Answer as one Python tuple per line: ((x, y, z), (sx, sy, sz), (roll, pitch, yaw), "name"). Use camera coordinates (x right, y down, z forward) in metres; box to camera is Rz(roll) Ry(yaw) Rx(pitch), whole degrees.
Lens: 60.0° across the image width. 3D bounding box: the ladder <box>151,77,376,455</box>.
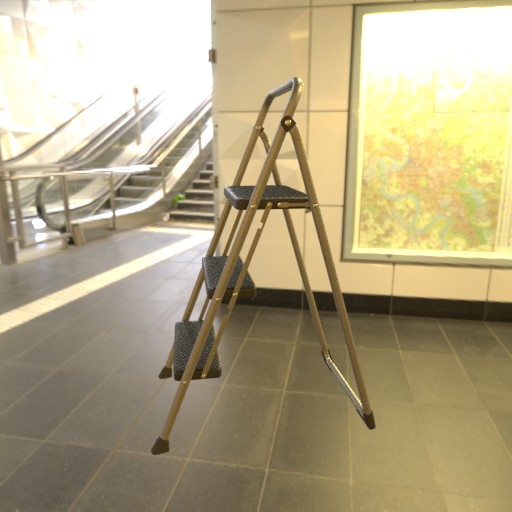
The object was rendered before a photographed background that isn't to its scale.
((0.000, 0.000, 1.297), (0.629, 0.945, 0.430), (-2, 14, -9), "ladder")
